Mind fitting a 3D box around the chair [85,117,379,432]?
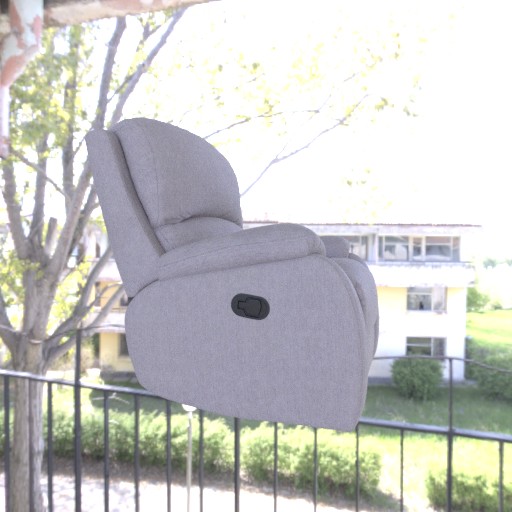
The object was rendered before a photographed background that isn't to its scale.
[{"bbox_3d":[0.000,0.000,1.703,0.899,1.011,0.930,0,1,18],"label":"chair"}]
